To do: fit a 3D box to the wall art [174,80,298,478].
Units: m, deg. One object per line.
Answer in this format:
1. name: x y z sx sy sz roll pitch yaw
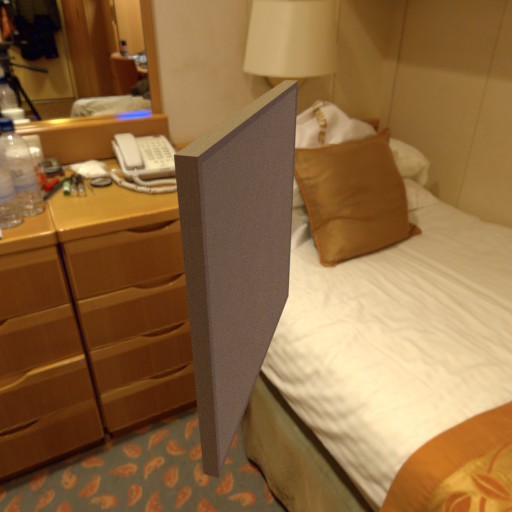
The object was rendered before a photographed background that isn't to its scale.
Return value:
1. wall art: 0.000 0.000 1.159 0.038 0.758 0.761 8 31 14
